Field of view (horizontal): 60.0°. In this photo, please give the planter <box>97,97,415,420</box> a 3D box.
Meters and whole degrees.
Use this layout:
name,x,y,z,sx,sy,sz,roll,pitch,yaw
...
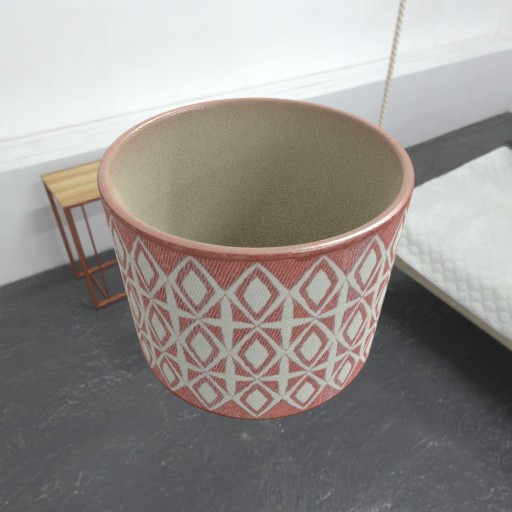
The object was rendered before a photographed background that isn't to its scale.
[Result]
name,x,y,z,sx,sy,sz,roll,pitch,yaw
planter,0.000,0.000,0.470,0.273,0.237,0.273,0,41,0
